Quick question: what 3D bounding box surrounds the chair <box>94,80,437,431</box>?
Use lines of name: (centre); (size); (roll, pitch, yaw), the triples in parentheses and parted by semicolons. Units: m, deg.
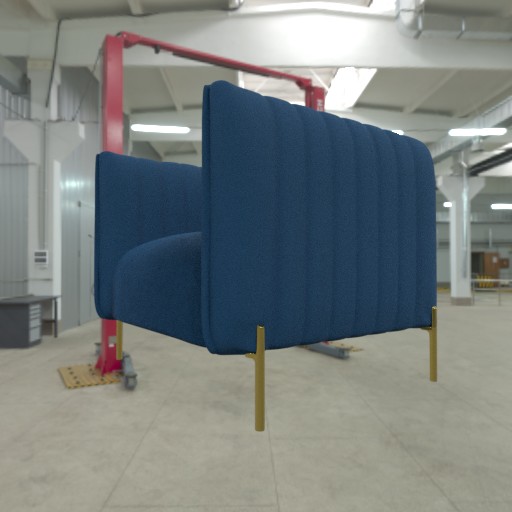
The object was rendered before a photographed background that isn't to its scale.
chair: (0.000, 0.000, 1.550); (0.877, 0.793, 0.947); (1, -1, -37)
